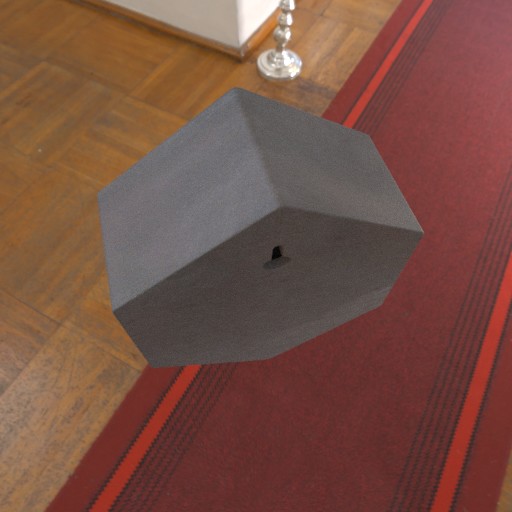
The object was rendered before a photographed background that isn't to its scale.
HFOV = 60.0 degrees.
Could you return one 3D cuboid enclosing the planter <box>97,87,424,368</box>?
[{"bbox_3d":[0.000,0.000,0.289,0.169,0.206,0.077,-14,61,-8],"label":"planter"}]
